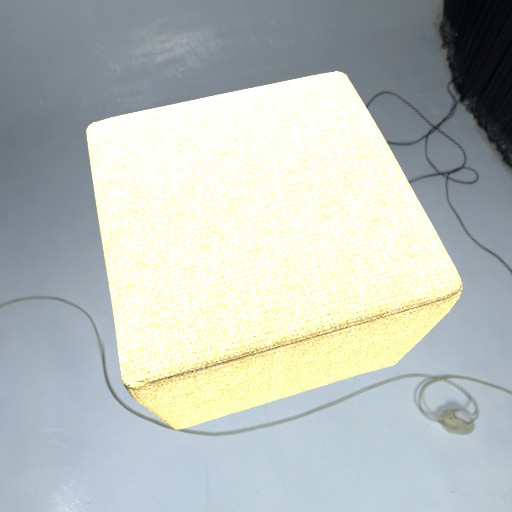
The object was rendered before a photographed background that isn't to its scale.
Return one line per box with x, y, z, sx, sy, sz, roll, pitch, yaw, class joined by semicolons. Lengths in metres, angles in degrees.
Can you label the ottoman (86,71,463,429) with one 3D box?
0.000;0.000;0.889;0.512;0.441;0.505;-15;63;-8;ottoman
